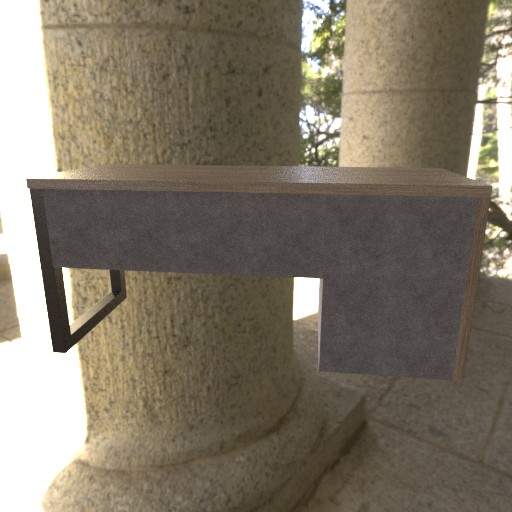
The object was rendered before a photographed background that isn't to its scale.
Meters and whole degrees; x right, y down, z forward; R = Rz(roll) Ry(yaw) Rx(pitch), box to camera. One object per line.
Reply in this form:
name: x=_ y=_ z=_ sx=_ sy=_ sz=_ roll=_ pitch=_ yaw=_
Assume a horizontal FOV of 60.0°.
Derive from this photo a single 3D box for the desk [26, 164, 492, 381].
desk: x=0.000 y=0.000 z=2.037 sx=1.700 sy=0.760 sz=0.690 roll=2 pitch=17 yaw=7
